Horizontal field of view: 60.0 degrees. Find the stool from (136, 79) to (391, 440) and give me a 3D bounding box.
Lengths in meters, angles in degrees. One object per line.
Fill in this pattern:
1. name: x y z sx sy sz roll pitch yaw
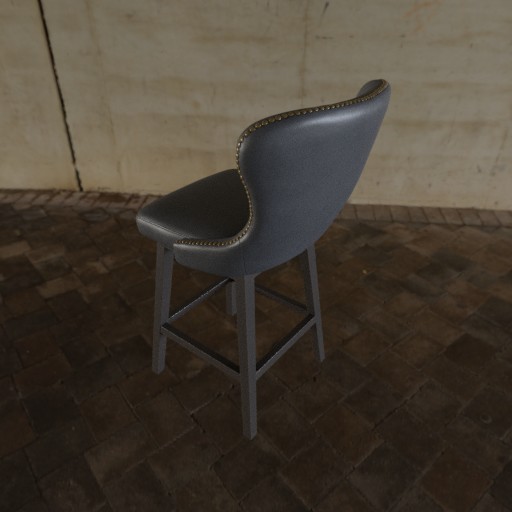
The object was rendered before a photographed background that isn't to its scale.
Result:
1. stool: 0.000 0.000 1.281 0.593 0.971 0.528 23 39 32
